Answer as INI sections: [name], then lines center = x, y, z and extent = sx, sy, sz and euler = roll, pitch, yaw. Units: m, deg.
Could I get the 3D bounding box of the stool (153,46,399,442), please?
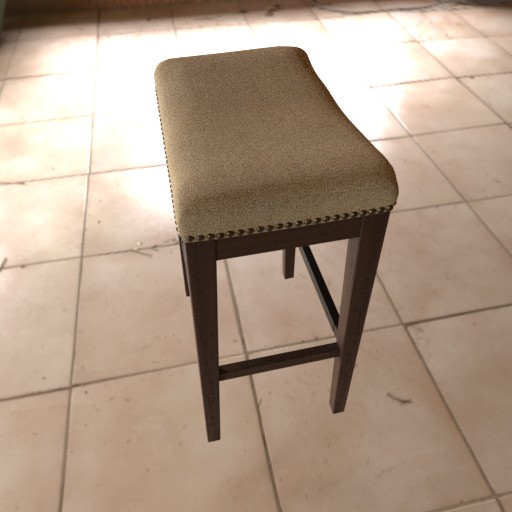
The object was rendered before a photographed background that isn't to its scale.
[stool]
center = 0.000, 0.000, 1.039
extent = 0.363, 0.768, 0.509
euler = -9, 47, -9
